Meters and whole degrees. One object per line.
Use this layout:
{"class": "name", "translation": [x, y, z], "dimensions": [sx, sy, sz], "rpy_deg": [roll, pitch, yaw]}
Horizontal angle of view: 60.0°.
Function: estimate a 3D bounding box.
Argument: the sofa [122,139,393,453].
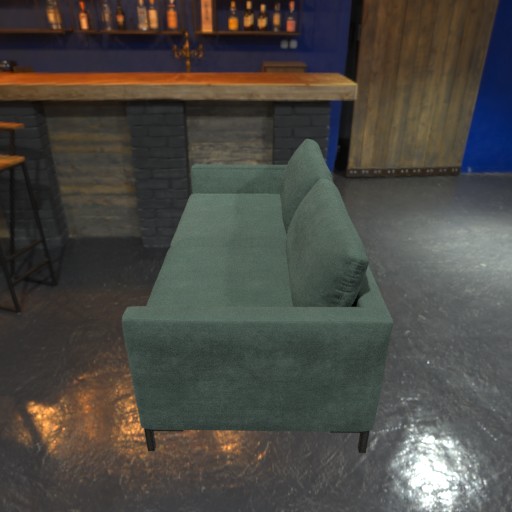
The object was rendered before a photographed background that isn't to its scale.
{"class": "sofa", "translation": [0.000, 0.000, 2.187], "dimensions": [0.875, 0.817, 1.676], "rpy_deg": [0, 28, 1]}
